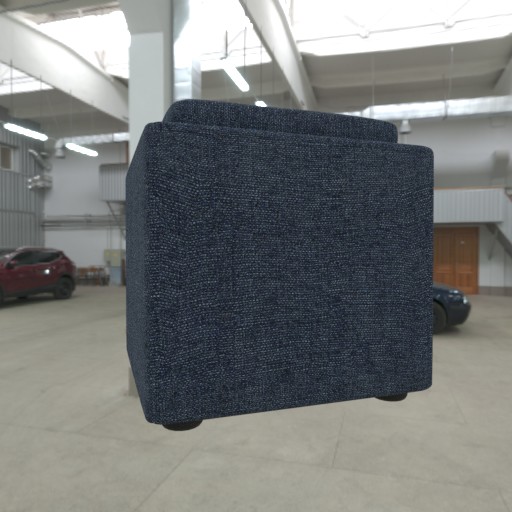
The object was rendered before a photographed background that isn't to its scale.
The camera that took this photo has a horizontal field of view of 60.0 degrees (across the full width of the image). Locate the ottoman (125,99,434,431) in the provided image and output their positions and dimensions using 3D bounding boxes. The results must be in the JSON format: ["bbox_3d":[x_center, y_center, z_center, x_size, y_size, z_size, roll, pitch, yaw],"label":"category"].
[{"bbox_3d":[0.000,0.000,0.833,0.450,0.460,0.450,0,1,-19],"label":"ottoman"}]
